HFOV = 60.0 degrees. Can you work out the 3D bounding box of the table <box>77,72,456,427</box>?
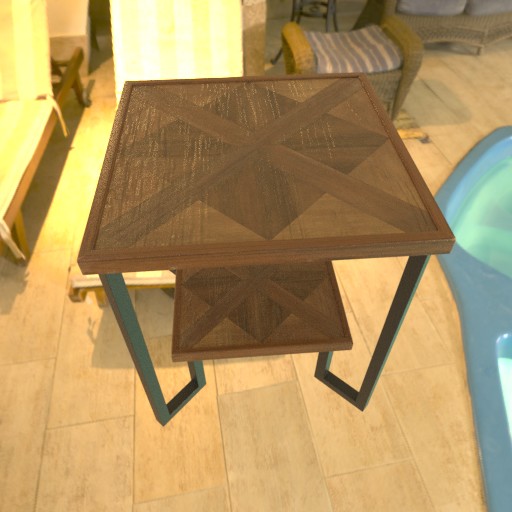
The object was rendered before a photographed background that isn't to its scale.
[{"bbox_3d":[0.000,0.000,0.958,0.503,0.563,0.503,-3,47,-3],"label":"table"}]
